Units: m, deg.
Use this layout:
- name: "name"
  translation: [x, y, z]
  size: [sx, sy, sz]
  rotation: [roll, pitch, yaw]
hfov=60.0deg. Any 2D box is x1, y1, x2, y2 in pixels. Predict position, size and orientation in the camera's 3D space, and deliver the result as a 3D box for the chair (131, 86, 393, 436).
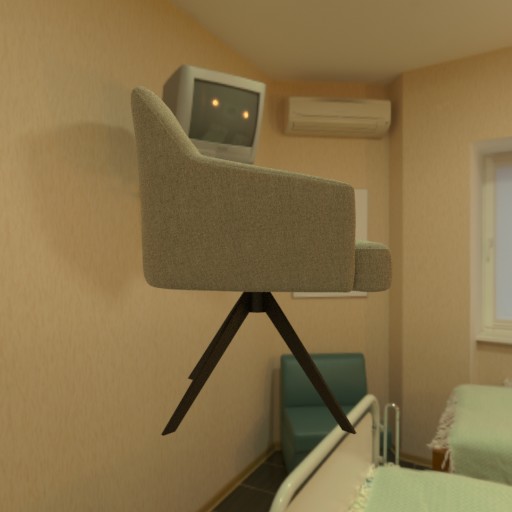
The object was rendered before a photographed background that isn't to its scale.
- name: "chair"
  translation: [0.000, 0.000, 1.332]
  size: [0.677, 0.874, 0.642]
  rotation: [0, 1, -1]
